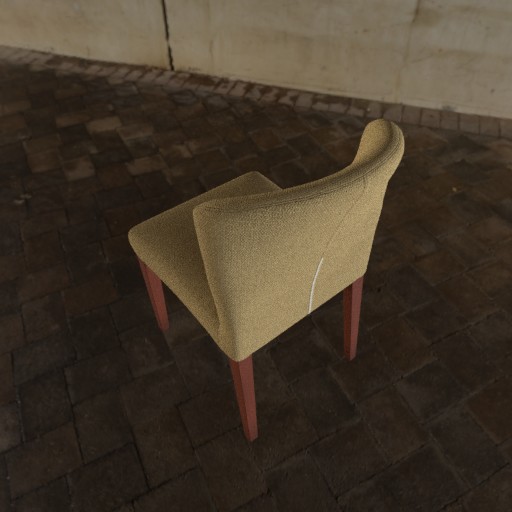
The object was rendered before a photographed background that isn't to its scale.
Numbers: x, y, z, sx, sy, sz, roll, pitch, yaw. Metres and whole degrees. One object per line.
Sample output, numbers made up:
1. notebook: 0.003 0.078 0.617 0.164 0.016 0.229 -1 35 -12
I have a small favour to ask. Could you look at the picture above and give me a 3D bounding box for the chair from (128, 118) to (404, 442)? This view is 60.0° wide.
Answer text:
1. chair: 0.000 0.000 1.190 0.491 0.839 0.589 -30 53 -26
